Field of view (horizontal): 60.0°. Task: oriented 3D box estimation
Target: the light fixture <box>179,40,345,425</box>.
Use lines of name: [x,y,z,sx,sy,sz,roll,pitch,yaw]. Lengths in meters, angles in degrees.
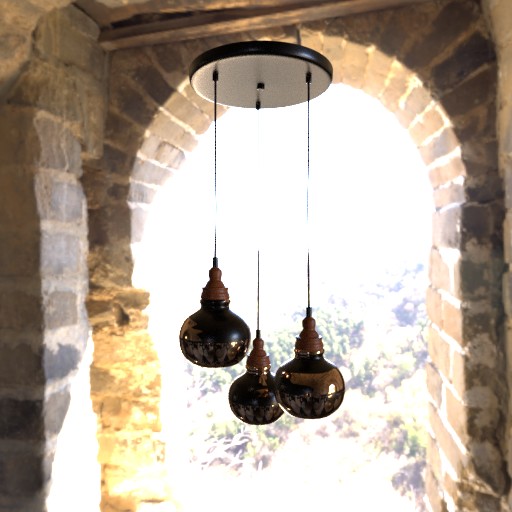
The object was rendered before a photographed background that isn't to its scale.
light fixture: [0.000,0.000,1.711,0.605,1.410,0.608,0,-1,-37]
